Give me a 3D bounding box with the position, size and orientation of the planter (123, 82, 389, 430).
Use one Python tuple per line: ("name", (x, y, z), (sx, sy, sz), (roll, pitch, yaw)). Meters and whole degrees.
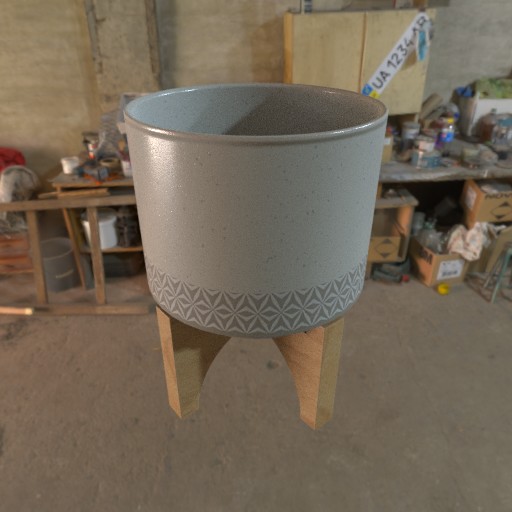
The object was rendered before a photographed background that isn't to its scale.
("planter", (0.000, 0.000, 0.267), (0.130, 0.178, 0.130), (0, 30, 0))
